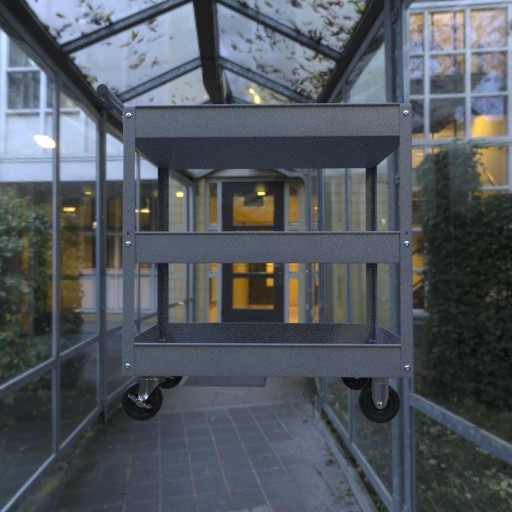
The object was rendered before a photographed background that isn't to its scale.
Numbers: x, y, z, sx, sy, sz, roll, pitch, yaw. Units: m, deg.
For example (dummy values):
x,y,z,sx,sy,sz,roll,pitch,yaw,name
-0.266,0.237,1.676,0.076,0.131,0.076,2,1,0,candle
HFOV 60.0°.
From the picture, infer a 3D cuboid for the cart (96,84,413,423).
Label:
x,y,z,sx,sy,sz,roll,pitch,yaw,name
0.000,0.000,1.178,0.719,0.780,0.366,0,-1,2,cart
